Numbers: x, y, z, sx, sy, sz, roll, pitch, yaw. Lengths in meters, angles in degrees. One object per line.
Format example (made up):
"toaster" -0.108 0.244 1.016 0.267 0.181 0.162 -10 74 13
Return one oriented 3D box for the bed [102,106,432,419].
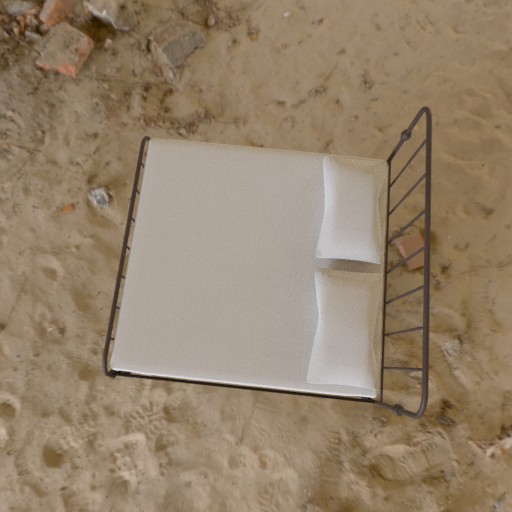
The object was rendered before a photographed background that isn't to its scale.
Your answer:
"bed" 0.000 0.000 3.358 2.134 1.446 2.044 6 77 1
